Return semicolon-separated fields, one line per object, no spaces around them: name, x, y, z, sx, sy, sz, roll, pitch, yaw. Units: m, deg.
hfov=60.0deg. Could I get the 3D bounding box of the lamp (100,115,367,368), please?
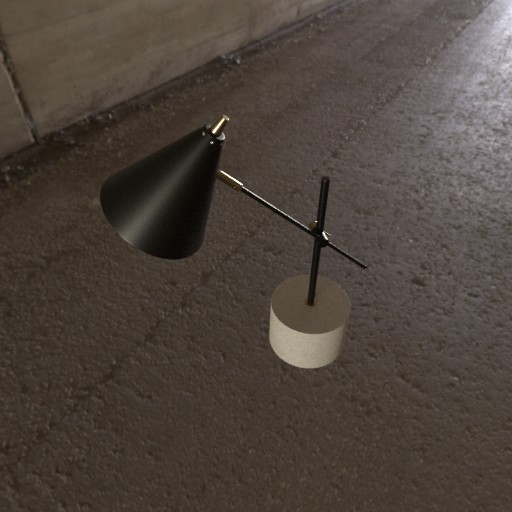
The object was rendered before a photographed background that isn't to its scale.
lamp;0.000;0.000;0.711;0.403;0.518;0.214;-2;42;-3
